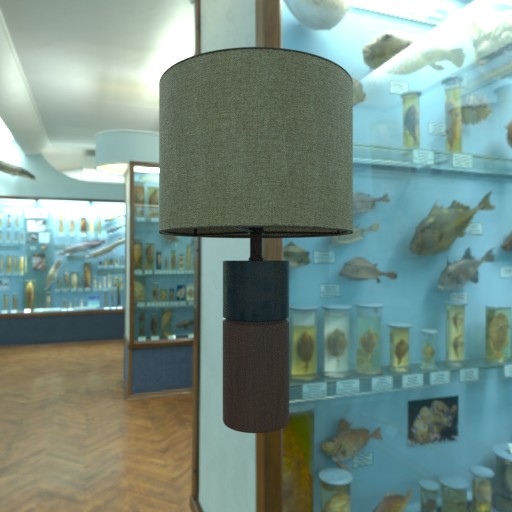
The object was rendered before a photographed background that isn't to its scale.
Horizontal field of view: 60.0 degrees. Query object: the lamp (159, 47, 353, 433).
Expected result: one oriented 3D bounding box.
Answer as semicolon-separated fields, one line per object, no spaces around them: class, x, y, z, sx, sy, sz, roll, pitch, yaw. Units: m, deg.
lamp;0.000;0.000;0.471;0.202;0.350;0.202;0;0;0
